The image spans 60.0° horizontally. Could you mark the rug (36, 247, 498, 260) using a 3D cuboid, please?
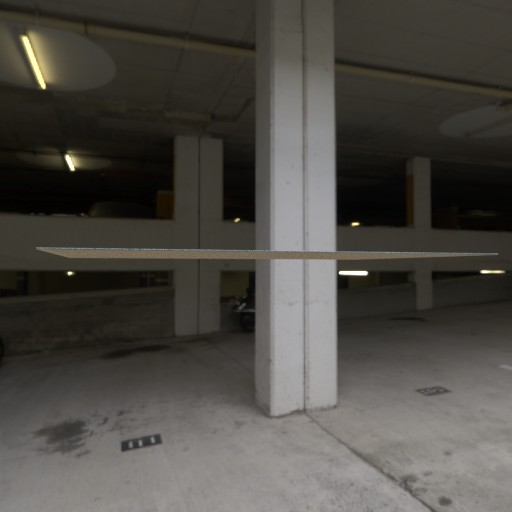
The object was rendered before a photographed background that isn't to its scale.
[{"bbox_3d":[0.000,0.000,2.786,2.286,0.006,1.522,1,-2,-18],"label":"rug"}]
